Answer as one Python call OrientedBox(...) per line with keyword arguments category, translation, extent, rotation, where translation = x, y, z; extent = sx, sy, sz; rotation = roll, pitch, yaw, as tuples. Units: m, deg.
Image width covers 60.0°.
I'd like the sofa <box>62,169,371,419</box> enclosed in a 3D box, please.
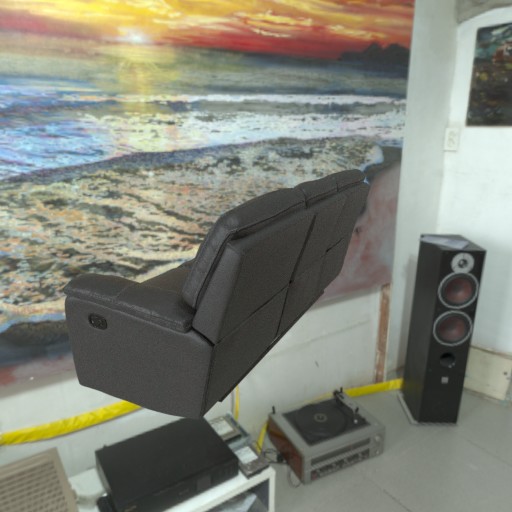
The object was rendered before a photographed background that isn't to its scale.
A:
OrientedBox(category="sofa", translation=(0.000, 0.000, 3.192), extent=(1.104, 1.134, 2.627), rotation=(8, 18, 25))
